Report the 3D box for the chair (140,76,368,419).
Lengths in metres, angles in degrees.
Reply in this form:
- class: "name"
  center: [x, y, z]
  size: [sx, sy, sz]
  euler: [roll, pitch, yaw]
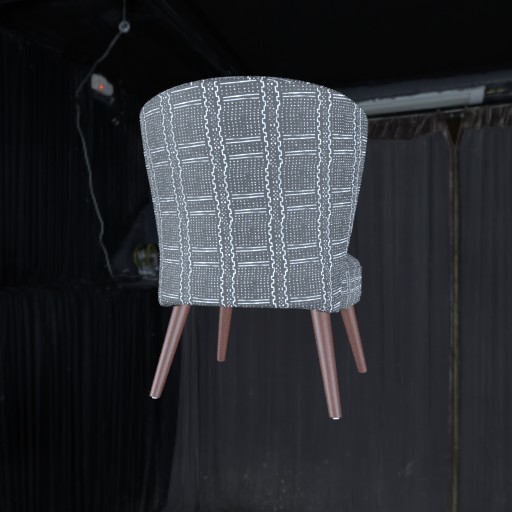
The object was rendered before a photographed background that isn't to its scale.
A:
- class: "chair"
  center: [0.000, 0.000, 1.423]
  size: [0.710, 0.866, 0.758]
  euler: [0, -1, 19]
